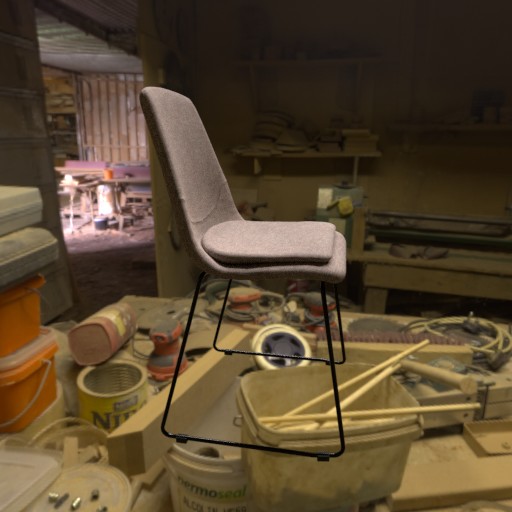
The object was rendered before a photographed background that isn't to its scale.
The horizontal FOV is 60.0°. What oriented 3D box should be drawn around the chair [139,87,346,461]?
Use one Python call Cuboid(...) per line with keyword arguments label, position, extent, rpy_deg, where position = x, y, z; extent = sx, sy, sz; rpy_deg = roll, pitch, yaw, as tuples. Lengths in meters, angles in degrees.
Cuboid(label="chair", position=(0.000, 0.000, 1.193), extent=(0.518, 0.858, 0.479), rpy_deg=(3, 16, 11))
